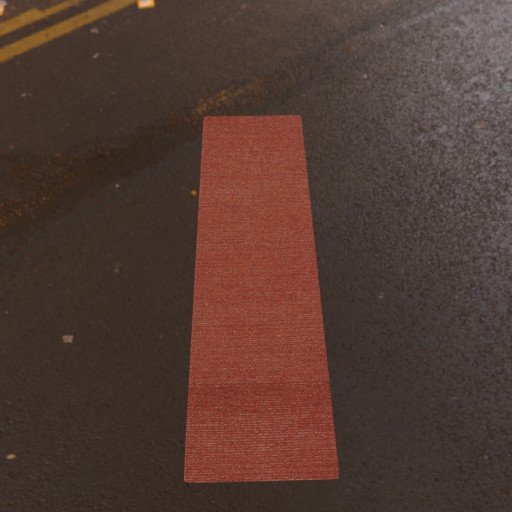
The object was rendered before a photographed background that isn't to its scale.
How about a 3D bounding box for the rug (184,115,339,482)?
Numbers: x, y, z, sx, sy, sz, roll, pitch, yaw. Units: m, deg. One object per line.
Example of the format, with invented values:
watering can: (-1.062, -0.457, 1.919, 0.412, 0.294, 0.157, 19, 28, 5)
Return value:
rug: (0.000, 0.000, 2.544, 0.687, 0.012, 2.307, -1, 59, -1)
